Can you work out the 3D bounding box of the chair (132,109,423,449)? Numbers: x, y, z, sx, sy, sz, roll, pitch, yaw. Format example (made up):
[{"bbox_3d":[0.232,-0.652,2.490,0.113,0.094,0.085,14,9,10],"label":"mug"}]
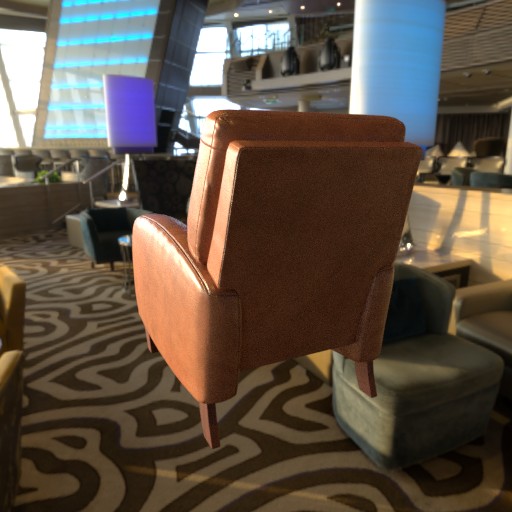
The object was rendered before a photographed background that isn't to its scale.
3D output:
[{"bbox_3d":[0.000,0.000,1.677,0.762,0.990,0.990,-7,15,-26],"label":"chair"}]
